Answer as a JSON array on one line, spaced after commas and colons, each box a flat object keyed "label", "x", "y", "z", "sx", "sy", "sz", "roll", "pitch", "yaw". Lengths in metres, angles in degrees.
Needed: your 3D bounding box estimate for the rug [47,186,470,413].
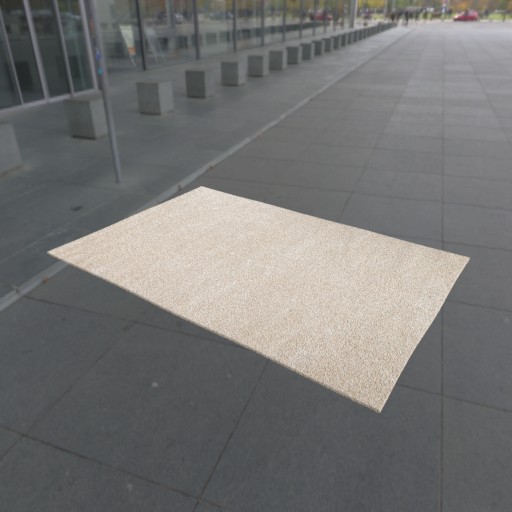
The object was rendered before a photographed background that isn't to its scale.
[{"label": "rug", "x": 0.000, "y": 0.000, "z": 3.404, "sx": 2.699, "sy": 0.025, "sz": 1.800, "roll": 19, "pitch": 34, "yaw": 30}]
